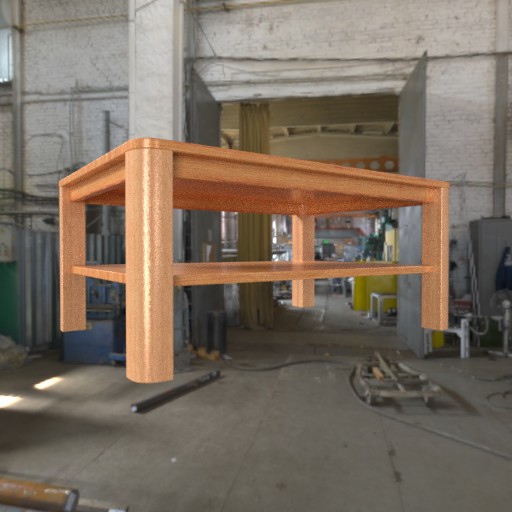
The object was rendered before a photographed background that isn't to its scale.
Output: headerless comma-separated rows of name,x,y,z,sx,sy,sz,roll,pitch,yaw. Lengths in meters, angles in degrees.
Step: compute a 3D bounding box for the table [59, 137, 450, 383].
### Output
table,0.000,0.000,1.354,0.997,0.445,0.696,-1,1,-35
